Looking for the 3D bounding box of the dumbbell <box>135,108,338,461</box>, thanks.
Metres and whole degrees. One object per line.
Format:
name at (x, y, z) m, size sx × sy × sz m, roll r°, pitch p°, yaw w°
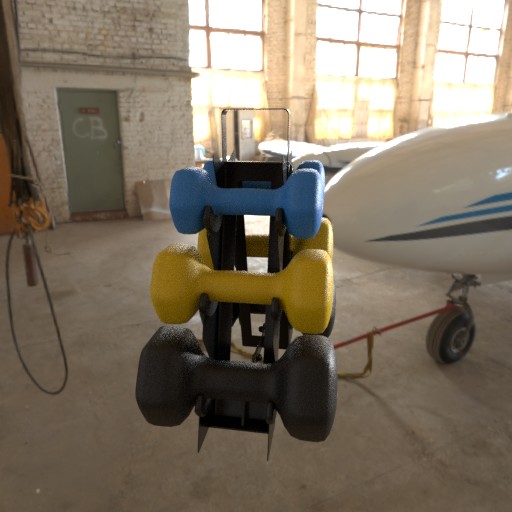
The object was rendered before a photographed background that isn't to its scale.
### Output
dumbbell at (0.000, 0.000, 0.676) m, size 0.255 × 0.426 × 0.409 m, roll 3°, pitch 17°, yaw 9°
